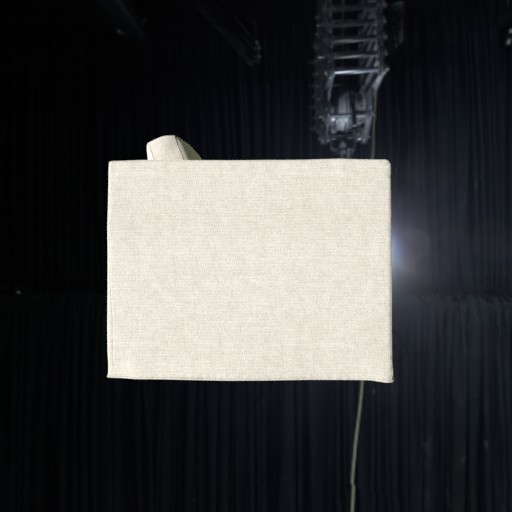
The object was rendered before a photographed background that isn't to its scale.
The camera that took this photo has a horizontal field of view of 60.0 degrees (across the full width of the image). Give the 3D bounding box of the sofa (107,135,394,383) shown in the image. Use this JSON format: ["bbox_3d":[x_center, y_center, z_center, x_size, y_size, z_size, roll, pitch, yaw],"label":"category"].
[{"bbox_3d":[0.000,0.000,2.277,0.956,0.828,1.766,0,-1,1],"label":"sofa"}]
